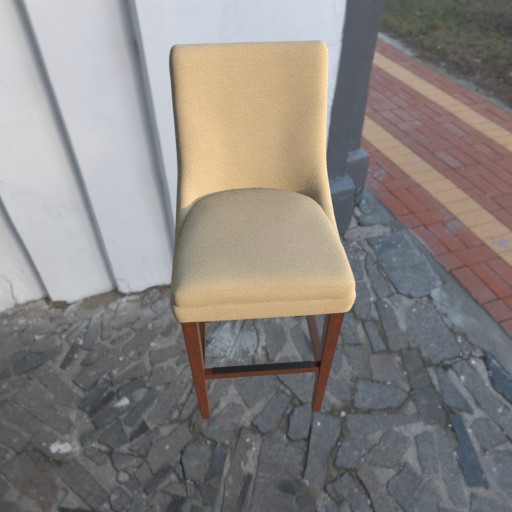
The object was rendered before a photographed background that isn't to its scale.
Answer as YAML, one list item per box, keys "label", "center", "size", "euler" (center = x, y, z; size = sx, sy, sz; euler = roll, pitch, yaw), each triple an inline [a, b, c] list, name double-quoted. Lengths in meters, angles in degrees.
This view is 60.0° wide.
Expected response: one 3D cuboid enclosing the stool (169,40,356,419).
- label: "stool"
  center: [0.000, 0.000, 1.361]
  size: [0.470, 1.078, 0.577]
  euler: [-3, 45, -3]
